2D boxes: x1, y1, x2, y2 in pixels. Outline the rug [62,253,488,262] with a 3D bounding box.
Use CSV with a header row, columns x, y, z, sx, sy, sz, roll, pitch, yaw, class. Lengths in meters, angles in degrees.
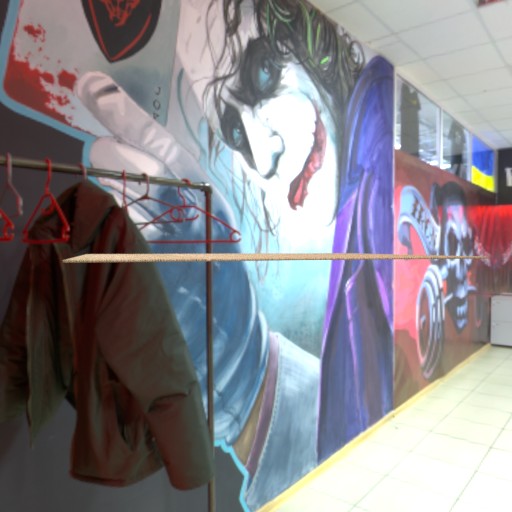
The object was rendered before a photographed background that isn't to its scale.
x,y,z,sx,sy,sz,roll,pitch,yaw,class
0.000,0.000,4.270,3.198,0.016,2.425,0,1,-18,rug
